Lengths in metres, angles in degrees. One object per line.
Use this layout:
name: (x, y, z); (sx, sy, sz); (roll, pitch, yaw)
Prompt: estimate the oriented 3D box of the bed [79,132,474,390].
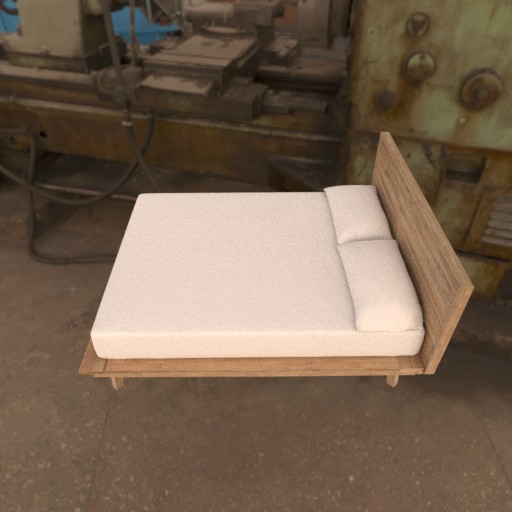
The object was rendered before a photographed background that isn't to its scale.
bed: (0.000, 0.000, 3.188); (2.145, 1.071, 1.759); (0, 40, -1)
